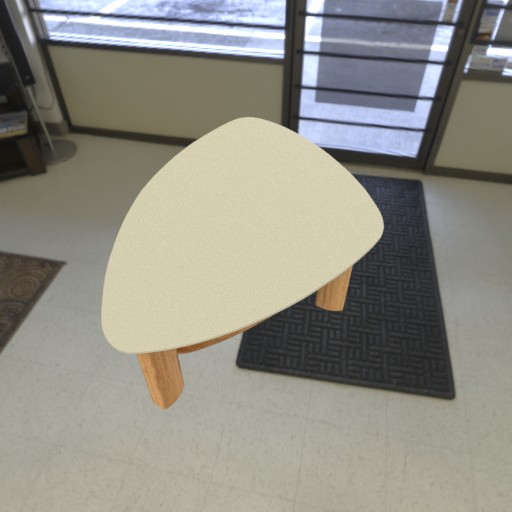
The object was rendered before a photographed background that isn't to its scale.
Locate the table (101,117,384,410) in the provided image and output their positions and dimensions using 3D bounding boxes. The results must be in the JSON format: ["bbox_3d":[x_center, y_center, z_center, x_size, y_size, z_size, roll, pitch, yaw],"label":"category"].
[{"bbox_3d":[0.000,0.000,1.663,0.850,0.440,1.250,11,46,11],"label":"table"}]
